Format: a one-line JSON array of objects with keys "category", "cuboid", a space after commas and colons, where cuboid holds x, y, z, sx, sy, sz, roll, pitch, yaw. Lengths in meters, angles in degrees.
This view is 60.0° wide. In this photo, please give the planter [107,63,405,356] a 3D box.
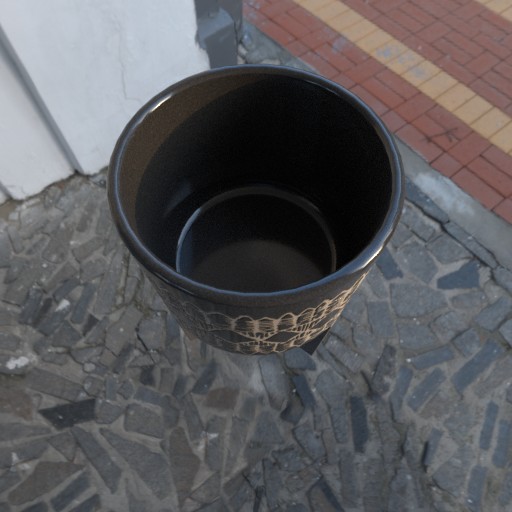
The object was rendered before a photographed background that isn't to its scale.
[{"category": "planter", "cuboid": [0.000, 0.000, 0.408, 0.196, 0.264, 0.196, -21, 65, -10]}]
